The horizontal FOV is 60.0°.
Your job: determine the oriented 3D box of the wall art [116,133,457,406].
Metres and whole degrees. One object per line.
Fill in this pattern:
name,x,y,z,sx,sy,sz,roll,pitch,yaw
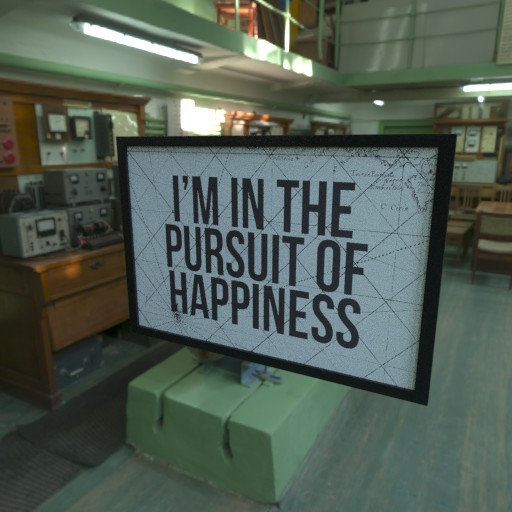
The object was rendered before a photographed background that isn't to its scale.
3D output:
wall art,0.000,0.000,1.051,0.819,0.552,0.015,7,16,26
